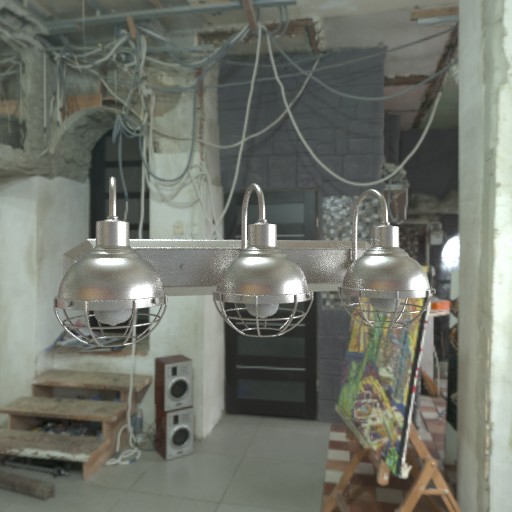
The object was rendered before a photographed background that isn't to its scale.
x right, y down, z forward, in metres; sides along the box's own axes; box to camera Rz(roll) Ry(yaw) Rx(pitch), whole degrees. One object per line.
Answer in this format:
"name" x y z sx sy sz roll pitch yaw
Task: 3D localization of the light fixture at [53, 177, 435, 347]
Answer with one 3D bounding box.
"light fixture" 0.000 0.000 0.766 0.634 0.254 0.229 0 1 -18
